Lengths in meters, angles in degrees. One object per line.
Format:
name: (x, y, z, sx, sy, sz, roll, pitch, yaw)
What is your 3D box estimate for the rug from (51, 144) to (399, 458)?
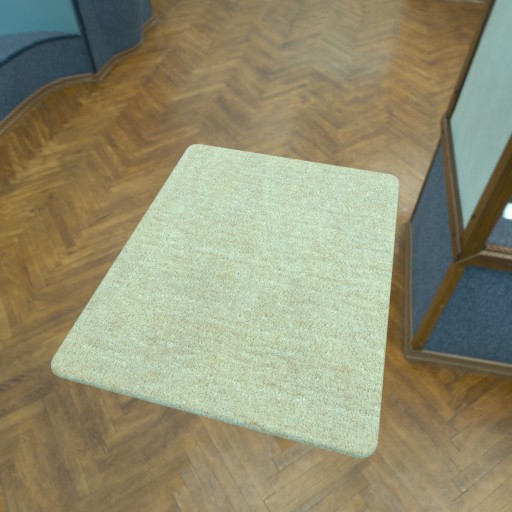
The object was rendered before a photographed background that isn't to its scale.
rug: (0.000, 0.000, 3.360, 2.009, 0.048, 2.528, 11, 49, 10)
